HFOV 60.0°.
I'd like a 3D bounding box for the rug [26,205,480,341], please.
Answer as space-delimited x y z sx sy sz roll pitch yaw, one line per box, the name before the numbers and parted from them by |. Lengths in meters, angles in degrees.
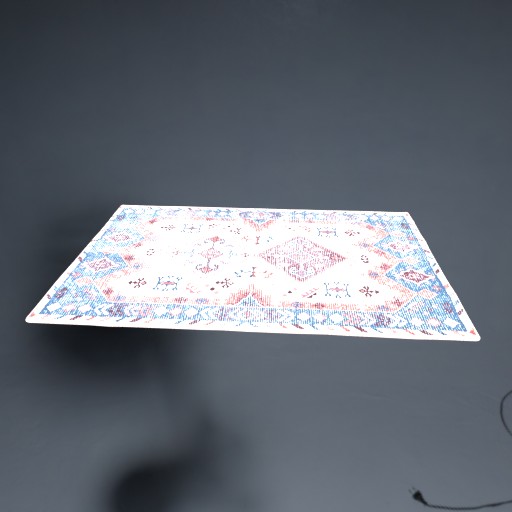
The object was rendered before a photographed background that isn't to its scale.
rug | 0.000 0.000 2.302 1.840 0.015 1.225 2 29 3
